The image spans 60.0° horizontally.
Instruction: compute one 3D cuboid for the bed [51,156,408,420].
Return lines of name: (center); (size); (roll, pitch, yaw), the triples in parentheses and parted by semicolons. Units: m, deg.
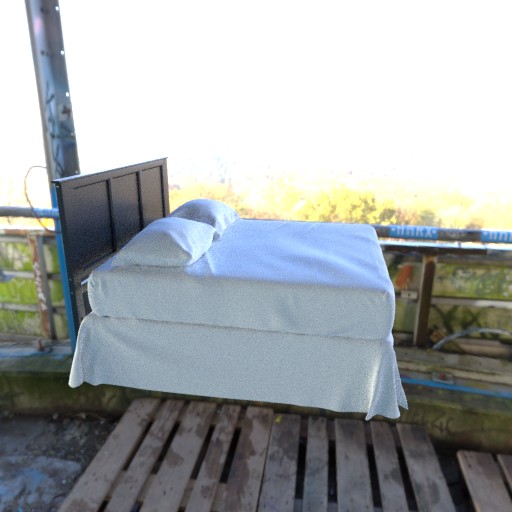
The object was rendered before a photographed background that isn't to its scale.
bed: (0.000, 0.000, 3.259); (2.050, 1.270, 1.870); (3, 18, 10)
